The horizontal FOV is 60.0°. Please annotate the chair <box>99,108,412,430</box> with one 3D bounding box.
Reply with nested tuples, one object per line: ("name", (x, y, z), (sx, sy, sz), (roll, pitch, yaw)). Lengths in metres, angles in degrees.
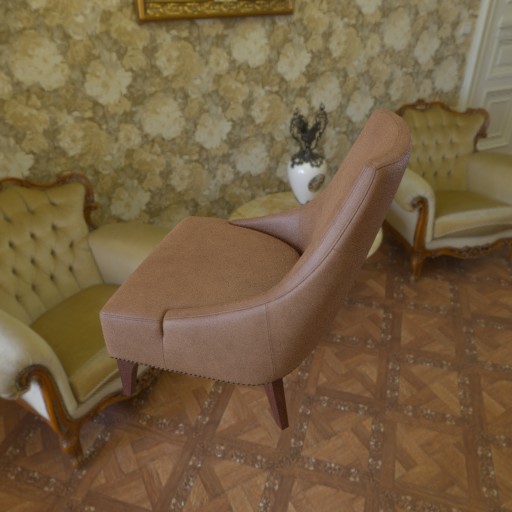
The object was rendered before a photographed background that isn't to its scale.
("chair", (0.000, 0.000, 1.504), (0.861, 0.909, 0.701), (8, 33, 13))
